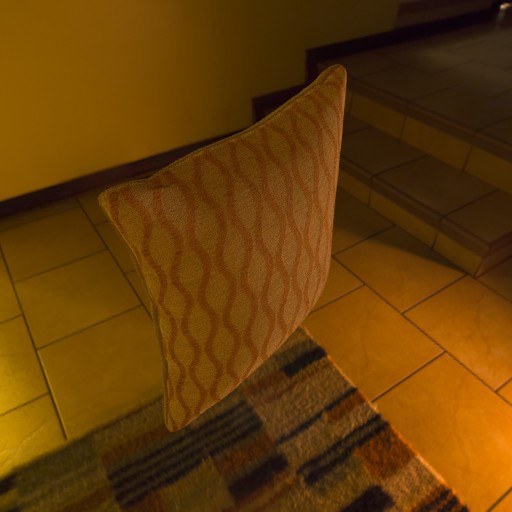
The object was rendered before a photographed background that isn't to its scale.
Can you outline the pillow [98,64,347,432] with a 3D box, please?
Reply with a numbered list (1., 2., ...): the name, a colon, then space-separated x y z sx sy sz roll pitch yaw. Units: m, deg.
1. pillow: 0.000 0.000 0.652 0.159 0.436 0.429 26 47 27
